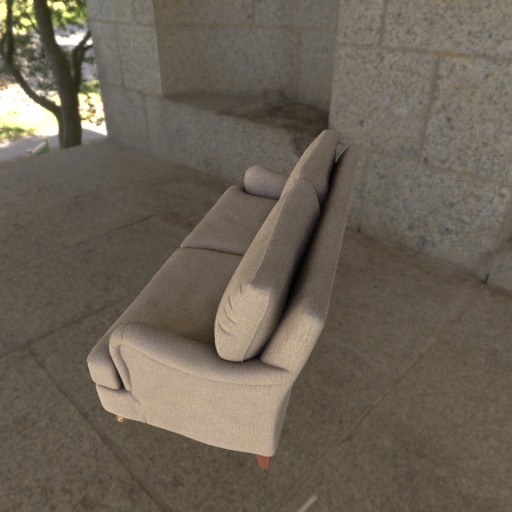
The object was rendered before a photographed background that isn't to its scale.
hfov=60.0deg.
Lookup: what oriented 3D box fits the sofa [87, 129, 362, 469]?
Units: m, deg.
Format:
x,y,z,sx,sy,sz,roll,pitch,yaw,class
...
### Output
x,y,z,sx,sy,sz,roll,pitch,yaw,class
0.000,0.000,2.758,1.069,1.096,2.193,8,32,13,sofa
